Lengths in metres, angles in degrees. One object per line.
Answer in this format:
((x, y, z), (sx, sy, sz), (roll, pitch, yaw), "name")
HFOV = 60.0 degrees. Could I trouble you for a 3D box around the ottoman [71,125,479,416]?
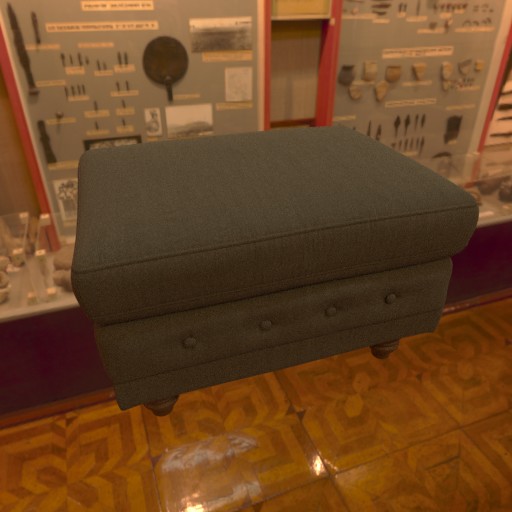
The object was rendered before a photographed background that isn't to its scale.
((0.000, 0.000, 1.087), (0.771, 0.500, 0.569), (-10, 33, -16), "ottoman")
